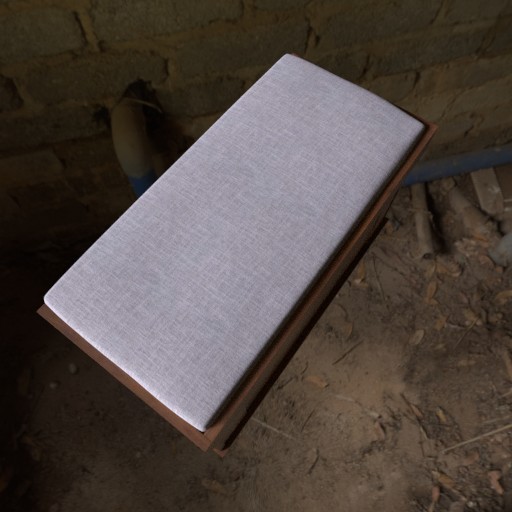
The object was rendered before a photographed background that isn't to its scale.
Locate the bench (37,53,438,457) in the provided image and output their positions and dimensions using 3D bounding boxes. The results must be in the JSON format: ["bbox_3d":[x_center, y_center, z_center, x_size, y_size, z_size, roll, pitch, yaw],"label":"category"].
[{"bbox_3d":[0.000,0.000,0.981,0.362,0.461,0.734,34,69,15],"label":"bench"}]
